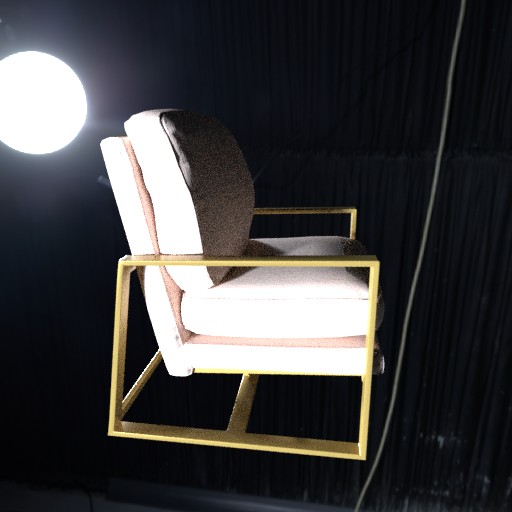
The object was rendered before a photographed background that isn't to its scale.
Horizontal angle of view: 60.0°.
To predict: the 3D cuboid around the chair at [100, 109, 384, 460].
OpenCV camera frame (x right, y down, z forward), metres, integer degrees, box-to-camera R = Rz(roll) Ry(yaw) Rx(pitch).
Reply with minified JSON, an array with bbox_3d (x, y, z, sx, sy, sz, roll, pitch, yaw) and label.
[{"bbox_3d":[0.000,0.000,1.526,0.813,0.956,0.758,2,17,8],"label":"chair"}]
